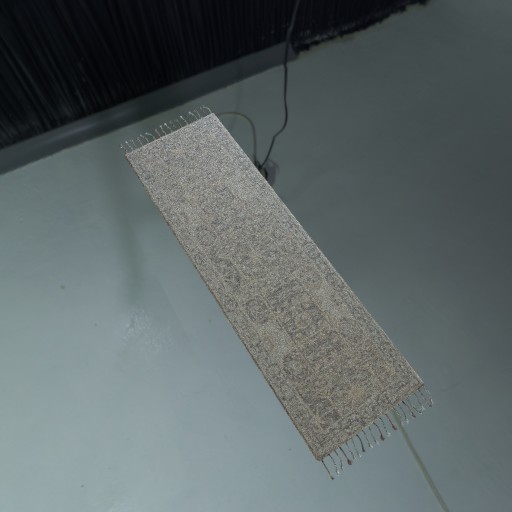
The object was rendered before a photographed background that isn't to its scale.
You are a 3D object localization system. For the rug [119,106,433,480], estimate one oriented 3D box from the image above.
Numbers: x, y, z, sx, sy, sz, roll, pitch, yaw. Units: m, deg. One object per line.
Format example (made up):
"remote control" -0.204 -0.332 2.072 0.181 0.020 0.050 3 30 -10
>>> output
"rug" 0.000 0.000 2.922 0.762 0.011 2.664 -30 68 -13
